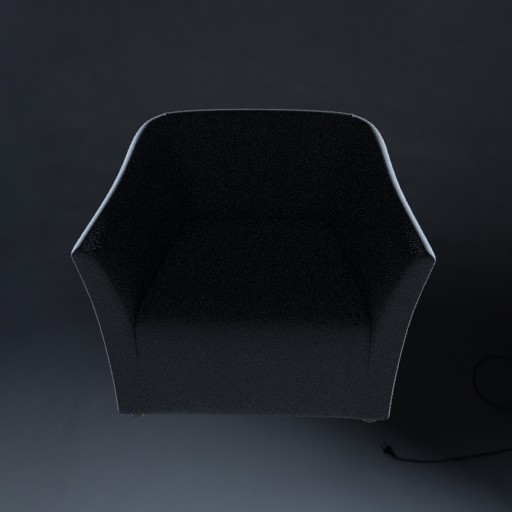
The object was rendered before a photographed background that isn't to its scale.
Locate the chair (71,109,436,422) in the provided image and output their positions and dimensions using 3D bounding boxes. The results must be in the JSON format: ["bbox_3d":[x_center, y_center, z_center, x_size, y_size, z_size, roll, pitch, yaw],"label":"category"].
[{"bbox_3d":[0.000,0.000,1.346,0.790,0.720,0.700,1,31,1],"label":"chair"}]
